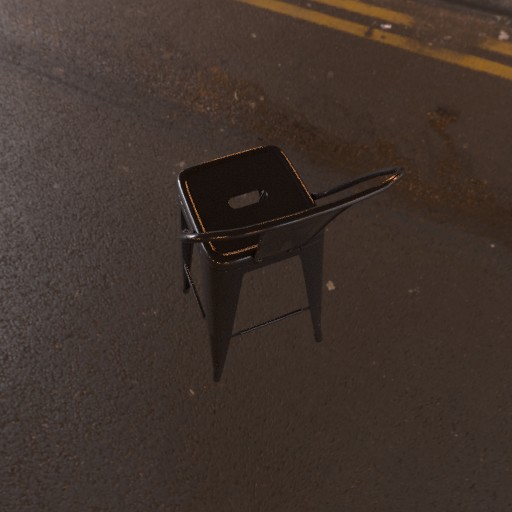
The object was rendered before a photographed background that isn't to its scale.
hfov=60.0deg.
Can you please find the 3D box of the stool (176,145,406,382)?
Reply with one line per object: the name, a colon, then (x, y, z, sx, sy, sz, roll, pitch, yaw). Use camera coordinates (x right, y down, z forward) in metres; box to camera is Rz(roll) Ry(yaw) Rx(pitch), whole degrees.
stool: (0.000, 0.000, 1.252, 0.432, 1.022, 0.528, -19, 59, -11)
